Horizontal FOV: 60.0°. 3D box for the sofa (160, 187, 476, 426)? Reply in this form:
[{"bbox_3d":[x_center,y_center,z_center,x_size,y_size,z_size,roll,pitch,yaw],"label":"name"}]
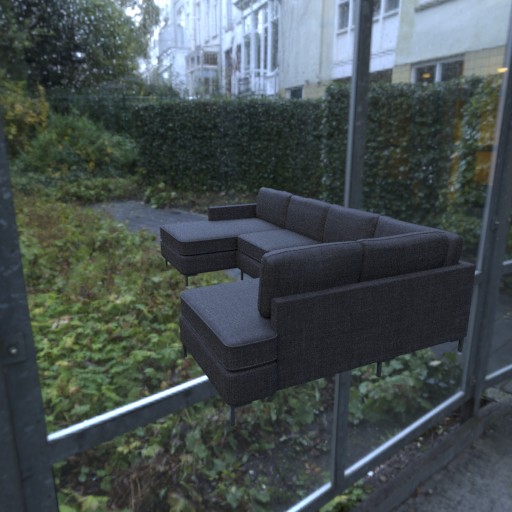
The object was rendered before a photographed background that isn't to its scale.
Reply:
[{"bbox_3d":[0.000,0.000,4.392,2.048,0.999,3.423,-8,18,-25],"label":"sofa"}]
